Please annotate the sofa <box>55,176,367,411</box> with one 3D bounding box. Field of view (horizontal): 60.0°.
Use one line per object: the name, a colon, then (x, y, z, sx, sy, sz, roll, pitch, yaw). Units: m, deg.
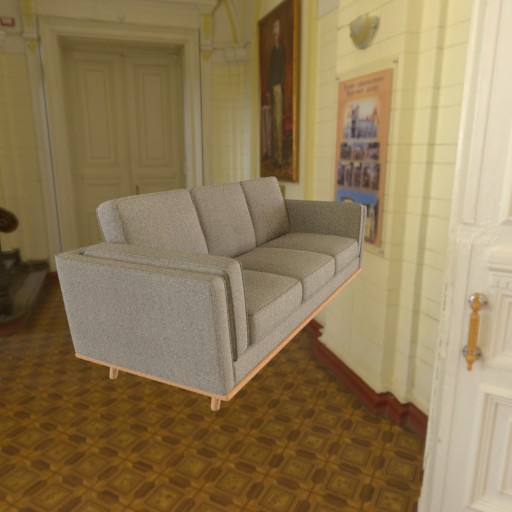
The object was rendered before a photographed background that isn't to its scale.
sofa: (0.000, 0.000, 2.855, 0.903, 0.899, 2.362, 7, 16, 26)
